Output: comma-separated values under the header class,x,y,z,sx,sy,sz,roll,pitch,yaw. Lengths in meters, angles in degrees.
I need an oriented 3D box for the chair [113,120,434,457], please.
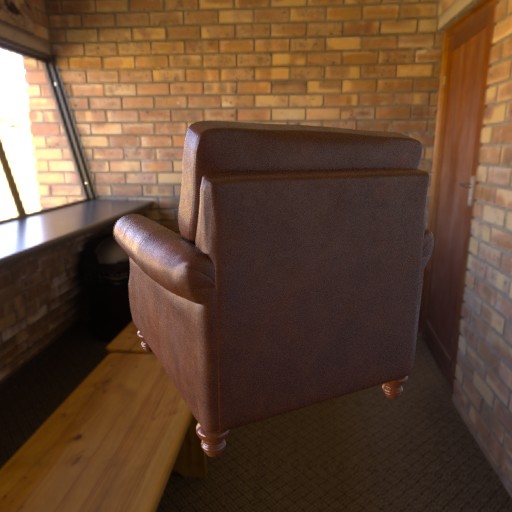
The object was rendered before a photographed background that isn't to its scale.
class,x,y,z,sx,sy,sz,roll,pitch,yaw
chair,0.000,0.000,1.754,0.989,0.972,0.992,-7,15,-26
